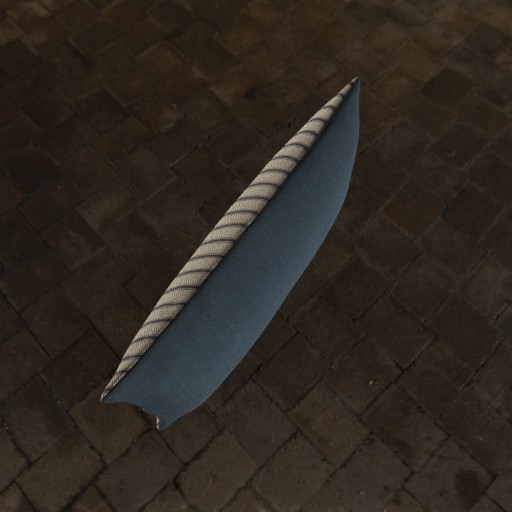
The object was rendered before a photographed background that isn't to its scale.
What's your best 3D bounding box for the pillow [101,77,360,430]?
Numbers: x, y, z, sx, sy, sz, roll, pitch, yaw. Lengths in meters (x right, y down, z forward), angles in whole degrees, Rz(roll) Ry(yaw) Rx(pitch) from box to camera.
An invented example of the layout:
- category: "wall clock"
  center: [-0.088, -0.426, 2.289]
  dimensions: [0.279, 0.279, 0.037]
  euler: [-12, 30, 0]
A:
- category: "pillow"
  center: [0.000, 0.000, 0.732]
  dimensions: [0.151, 0.305, 0.609]
  euler: [31, 68, 14]
